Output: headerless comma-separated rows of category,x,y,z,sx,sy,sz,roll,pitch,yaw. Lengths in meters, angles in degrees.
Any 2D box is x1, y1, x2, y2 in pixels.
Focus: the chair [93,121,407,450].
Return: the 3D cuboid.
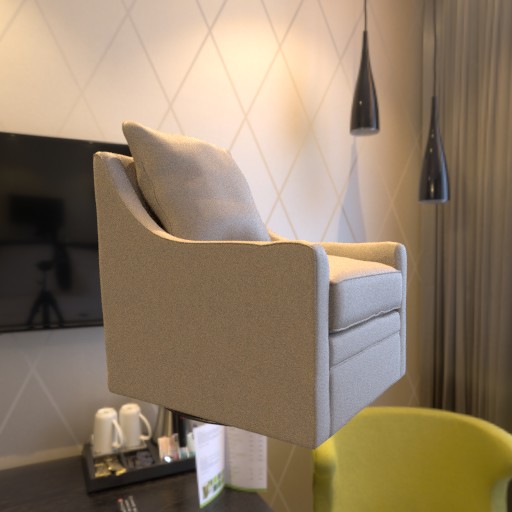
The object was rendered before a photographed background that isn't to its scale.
chair,0.000,0.000,1.573,0.876,0.942,0.760,1,1,34
